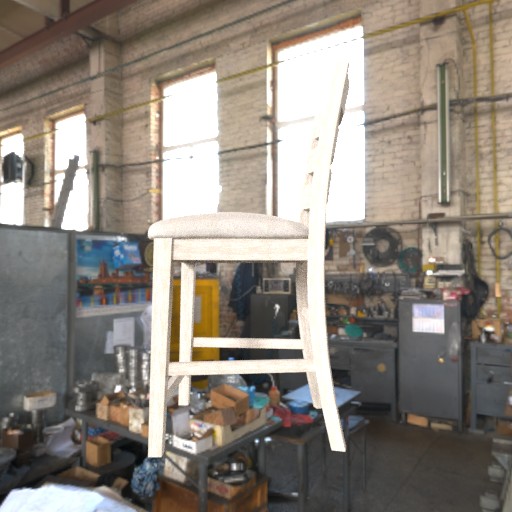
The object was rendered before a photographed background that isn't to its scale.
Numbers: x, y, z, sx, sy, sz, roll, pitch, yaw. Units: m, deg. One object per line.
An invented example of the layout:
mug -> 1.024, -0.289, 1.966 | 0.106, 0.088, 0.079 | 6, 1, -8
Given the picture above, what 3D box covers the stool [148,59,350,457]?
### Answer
stool -> 0.000, 0.000, 1.364 | 0.569, 1.032, 0.484 | 0, -2, 0
